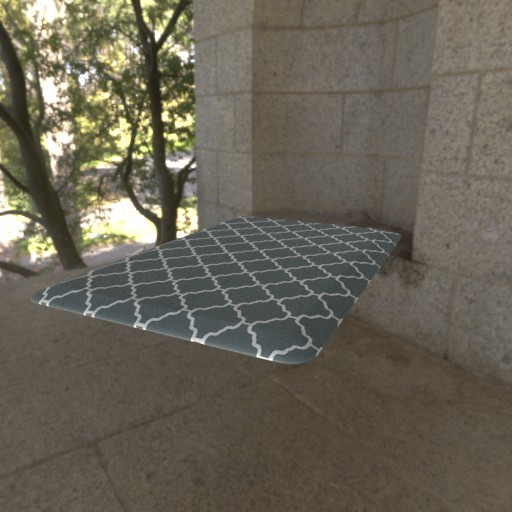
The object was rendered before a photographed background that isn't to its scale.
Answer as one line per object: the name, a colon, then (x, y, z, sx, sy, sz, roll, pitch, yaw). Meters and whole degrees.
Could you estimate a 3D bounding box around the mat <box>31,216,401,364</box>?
mat: (0.000, 0.000, 0.963, 0.508, 0.021, 0.762, 8, 18, 25)
